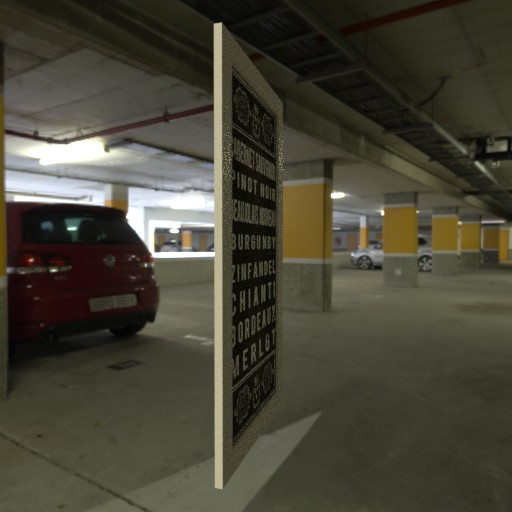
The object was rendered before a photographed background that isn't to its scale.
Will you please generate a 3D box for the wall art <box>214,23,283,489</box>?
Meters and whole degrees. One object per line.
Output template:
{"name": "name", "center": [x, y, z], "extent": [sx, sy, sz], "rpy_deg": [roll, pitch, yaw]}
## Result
{"name": "wall art", "center": [0.000, 0.000, 0.832], "extent": [0.013, 0.683, 0.380], "rpy_deg": [0, 1, 17]}
